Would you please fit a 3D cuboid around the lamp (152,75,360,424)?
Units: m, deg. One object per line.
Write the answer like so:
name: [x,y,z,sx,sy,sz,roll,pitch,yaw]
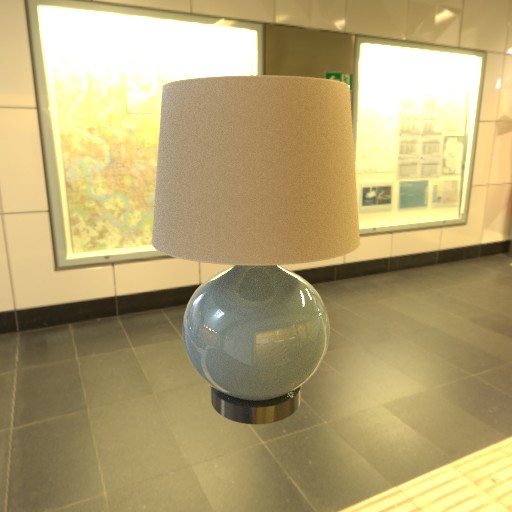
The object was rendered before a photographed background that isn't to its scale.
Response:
lamp: [0.000,0.000,0.543,0.247,0.387,0.247,0,14,0]
